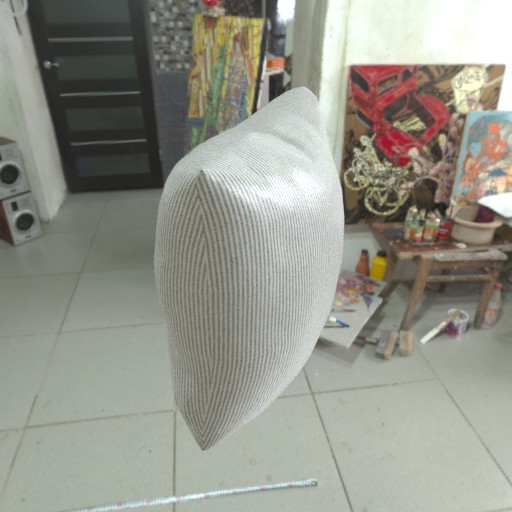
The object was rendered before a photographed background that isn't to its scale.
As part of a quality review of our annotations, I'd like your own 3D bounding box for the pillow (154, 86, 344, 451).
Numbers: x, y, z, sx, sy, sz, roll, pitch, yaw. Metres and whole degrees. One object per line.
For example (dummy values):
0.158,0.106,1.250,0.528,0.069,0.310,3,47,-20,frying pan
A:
0.000,0.000,0.684,0.387,0.432,0.310,-21,36,-32,pillow
